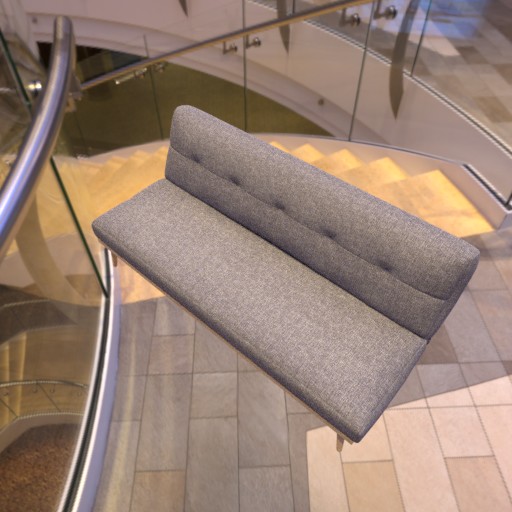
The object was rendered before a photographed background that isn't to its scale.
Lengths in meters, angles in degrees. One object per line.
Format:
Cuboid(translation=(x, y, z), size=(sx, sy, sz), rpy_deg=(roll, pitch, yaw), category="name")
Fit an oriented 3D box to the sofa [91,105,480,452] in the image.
Cuboid(translation=(0.000, 0.000, 2.280), size=(1.820, 0.770, 0.820), rpy_deg=(33, 56, 26), category="sofa")
